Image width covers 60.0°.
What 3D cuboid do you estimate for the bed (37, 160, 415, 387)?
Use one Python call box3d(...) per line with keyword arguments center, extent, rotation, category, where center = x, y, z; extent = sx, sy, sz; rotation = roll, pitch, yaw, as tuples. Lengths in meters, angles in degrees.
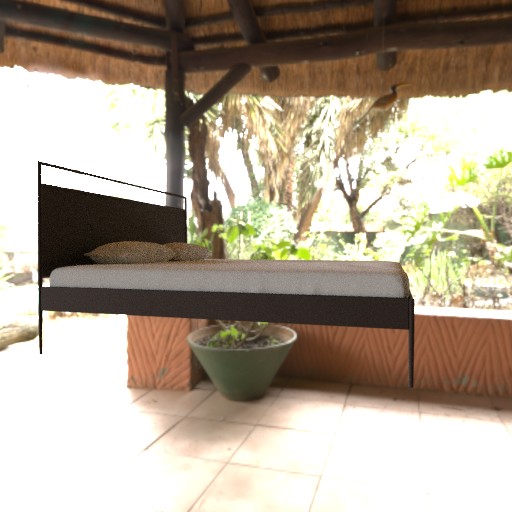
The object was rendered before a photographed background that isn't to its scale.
box3d(center=(0.000, 0.000, 3.305), extent=(2.151, 1.173, 1.993), rotation=(0, 1, 17), category="bed")
